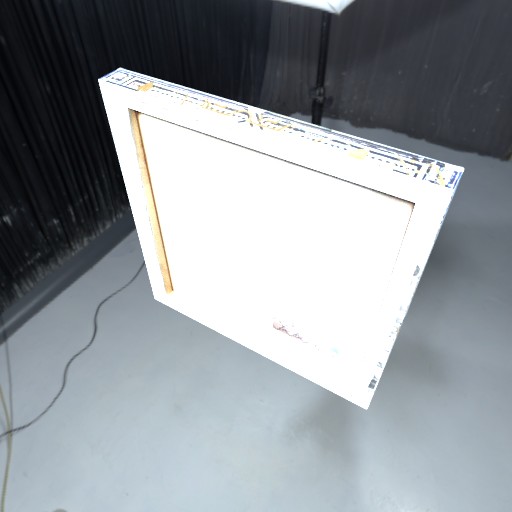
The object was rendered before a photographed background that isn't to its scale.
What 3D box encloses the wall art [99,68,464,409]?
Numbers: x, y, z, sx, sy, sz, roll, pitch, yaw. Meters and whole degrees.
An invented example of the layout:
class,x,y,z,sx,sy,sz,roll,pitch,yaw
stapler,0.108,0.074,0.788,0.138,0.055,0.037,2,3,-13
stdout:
class,x,y,z,sx,sy,sz,roll,pitch,yaw
wall art,0.000,0.000,0.604,0.411,0.410,0.038,23,50,21
